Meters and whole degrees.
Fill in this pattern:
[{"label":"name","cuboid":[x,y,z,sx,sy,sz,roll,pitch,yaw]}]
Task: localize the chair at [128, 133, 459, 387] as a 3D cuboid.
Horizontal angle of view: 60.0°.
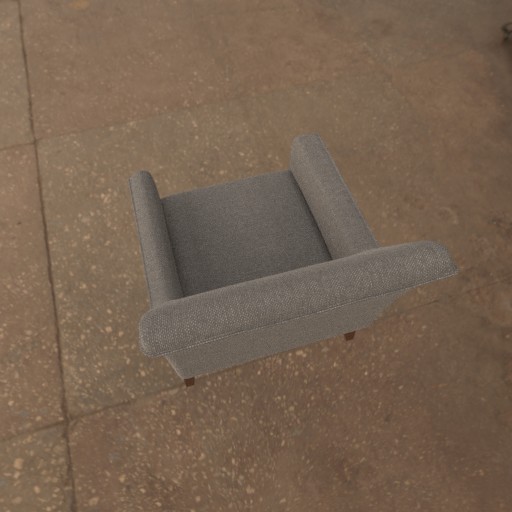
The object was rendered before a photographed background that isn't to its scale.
[{"label":"chair","cuboid":[0.000,0.000,1.598,0.780,0.919,0.899,-14,58,-9]}]
